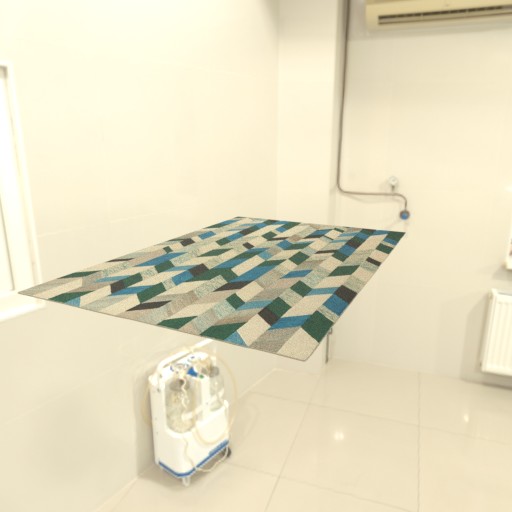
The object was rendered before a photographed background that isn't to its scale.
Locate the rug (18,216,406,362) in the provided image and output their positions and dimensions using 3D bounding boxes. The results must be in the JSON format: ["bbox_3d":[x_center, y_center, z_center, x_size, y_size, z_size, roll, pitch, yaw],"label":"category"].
[{"bbox_3d":[0.000,0.000,2.295,1.229,0.005,1.827,8,18,26],"label":"rug"}]
